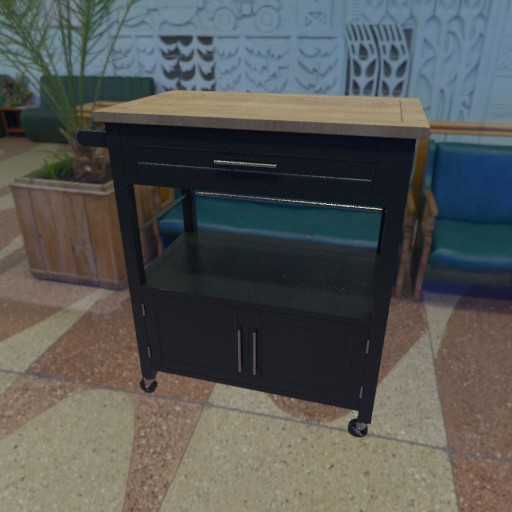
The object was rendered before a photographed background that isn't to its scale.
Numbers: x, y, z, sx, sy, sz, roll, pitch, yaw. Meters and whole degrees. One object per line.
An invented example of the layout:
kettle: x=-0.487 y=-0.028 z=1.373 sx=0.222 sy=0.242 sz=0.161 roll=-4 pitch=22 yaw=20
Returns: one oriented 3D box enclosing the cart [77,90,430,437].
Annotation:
cart: x=0.000 y=0.000 z=1.372 sx=0.840 sy=0.901 sz=0.459 roll=7 pitch=28 yaw=14
